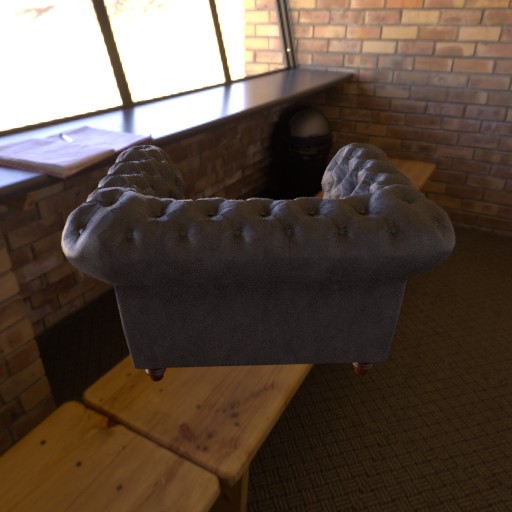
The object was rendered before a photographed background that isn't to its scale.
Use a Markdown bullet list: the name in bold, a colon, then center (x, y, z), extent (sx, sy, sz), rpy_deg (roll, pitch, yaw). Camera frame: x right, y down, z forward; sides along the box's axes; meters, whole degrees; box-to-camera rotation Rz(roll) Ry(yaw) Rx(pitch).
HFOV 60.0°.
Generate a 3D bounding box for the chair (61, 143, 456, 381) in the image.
- **chair**: center (0.000, 0.000, 1.884), extent (1.298, 0.780, 0.943), rpy_deg (-1, 29, -2)
